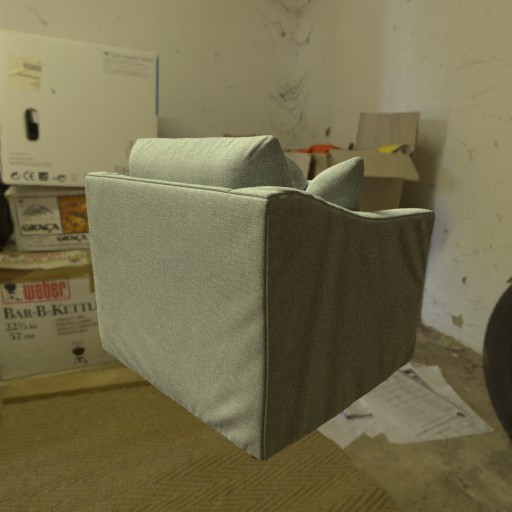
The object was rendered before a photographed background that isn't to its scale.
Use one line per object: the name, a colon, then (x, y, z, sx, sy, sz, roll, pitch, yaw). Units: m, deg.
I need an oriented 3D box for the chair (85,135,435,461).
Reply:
chair: (0.000, 0.000, 2.036, 1.071, 1.059, 1.194, -14, 20, -42)
